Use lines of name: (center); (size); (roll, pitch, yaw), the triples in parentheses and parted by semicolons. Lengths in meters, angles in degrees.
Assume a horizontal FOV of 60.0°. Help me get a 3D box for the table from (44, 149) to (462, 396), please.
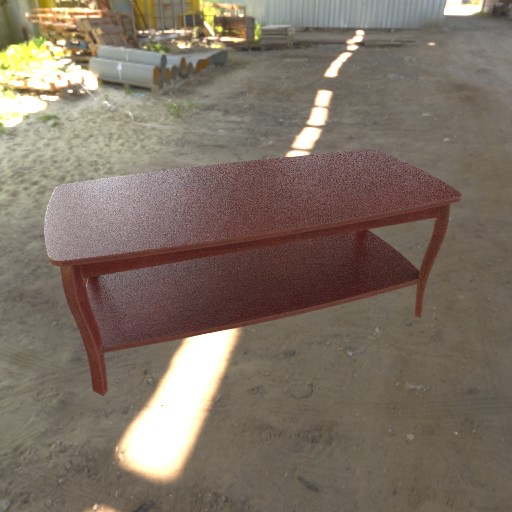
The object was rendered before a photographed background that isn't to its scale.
table: (0.000, 0.000, 1.497); (1.216, 0.473, 0.561); (-10, 32, -17)
